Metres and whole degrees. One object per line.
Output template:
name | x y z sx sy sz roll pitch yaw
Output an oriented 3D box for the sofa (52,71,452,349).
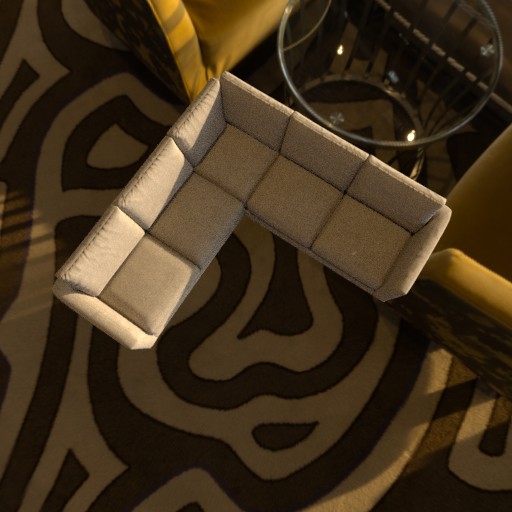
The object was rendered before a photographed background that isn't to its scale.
sofa | 0.000 0.000 3.840 2.438 0.864 2.438 33 78 8
